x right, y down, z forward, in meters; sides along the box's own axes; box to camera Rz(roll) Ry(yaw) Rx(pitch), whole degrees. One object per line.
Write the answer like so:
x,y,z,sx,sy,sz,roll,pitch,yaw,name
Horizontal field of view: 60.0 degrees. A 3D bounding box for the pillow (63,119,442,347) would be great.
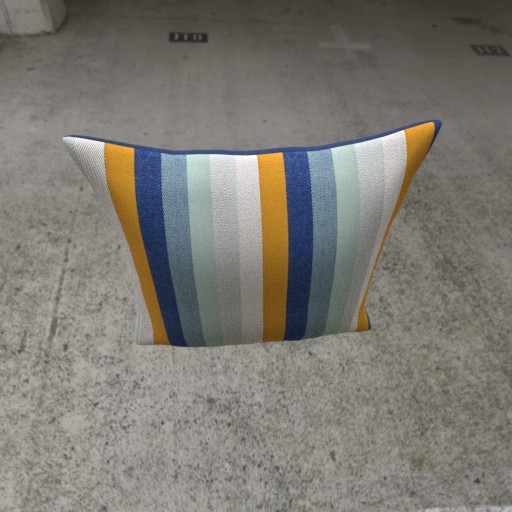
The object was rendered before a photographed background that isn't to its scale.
0.000,0.000,0.703,0.463,0.454,0.173,-3,47,-3,pillow
